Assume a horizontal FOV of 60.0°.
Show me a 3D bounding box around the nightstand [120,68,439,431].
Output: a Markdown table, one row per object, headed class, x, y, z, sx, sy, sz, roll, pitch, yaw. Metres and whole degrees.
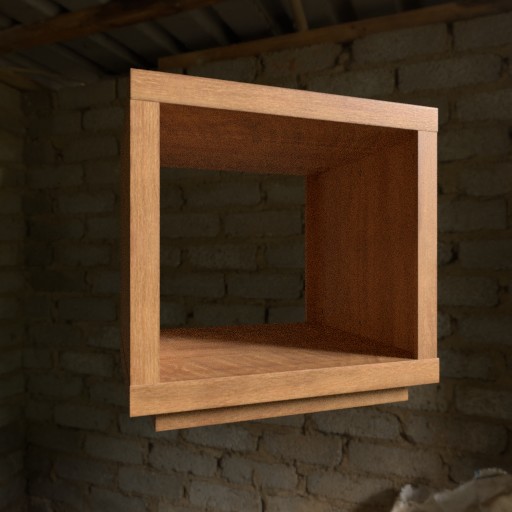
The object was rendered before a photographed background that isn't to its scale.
| class | x | y | z | sx | sy | sz | roll | pitch | yaw |
| --- | --- | --- | --- | --- | --- | --- | --- | --- | --- |
| nightstand | 0.000 | 0.000 | 0.859 | 0.493 | 0.491 | 0.436 | 0 | 0 | -19 |
